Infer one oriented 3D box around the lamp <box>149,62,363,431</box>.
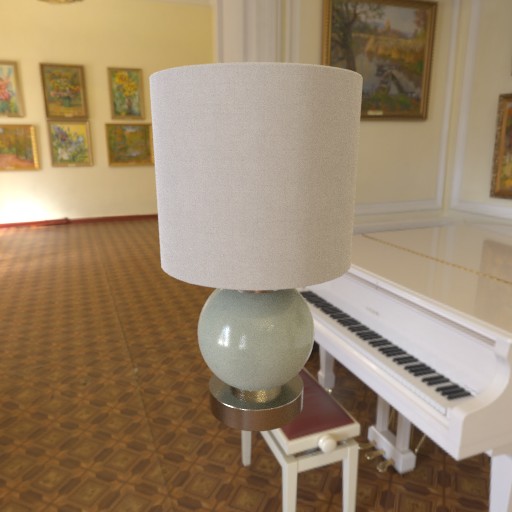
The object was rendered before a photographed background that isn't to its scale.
[{"bbox_3d":[0.000,0.000,0.472,0.201,0.353,0.201,-2,15,-9],"label":"lamp"}]
